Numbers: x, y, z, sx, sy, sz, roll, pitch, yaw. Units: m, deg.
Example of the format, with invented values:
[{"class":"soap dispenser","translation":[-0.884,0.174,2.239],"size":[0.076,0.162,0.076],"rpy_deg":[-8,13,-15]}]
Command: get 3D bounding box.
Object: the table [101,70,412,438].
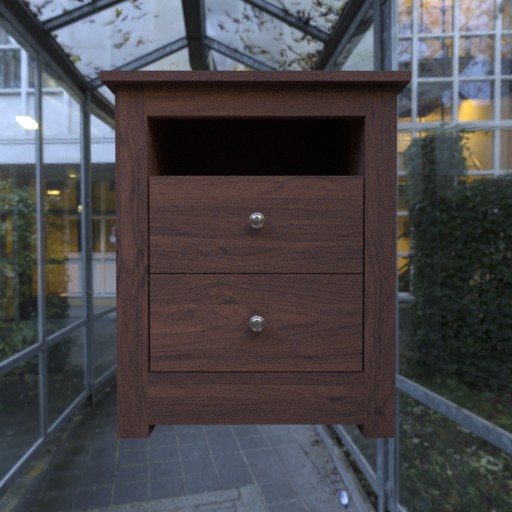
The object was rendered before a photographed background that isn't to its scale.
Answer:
[{"class":"table","translation":[0.000,0.000,1.045],"size":[0.589,0.711,0.406],"rpy_deg":[0,1,0]}]
